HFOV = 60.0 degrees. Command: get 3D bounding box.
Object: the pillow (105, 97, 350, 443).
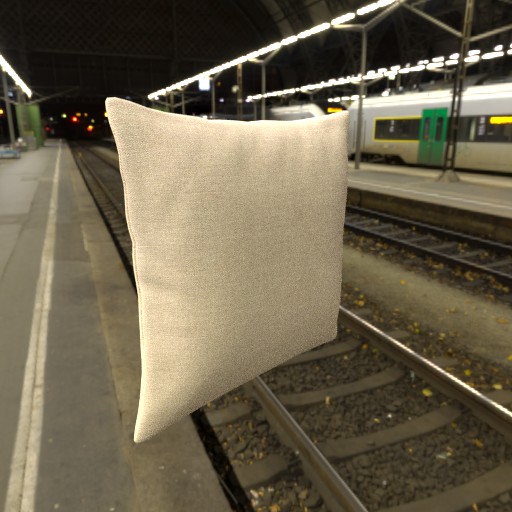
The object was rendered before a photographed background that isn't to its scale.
[{"bbox_3d":[0.000,0.000,0.793,0.523,0.510,0.166,-15,21,-42],"label":"pillow"}]
